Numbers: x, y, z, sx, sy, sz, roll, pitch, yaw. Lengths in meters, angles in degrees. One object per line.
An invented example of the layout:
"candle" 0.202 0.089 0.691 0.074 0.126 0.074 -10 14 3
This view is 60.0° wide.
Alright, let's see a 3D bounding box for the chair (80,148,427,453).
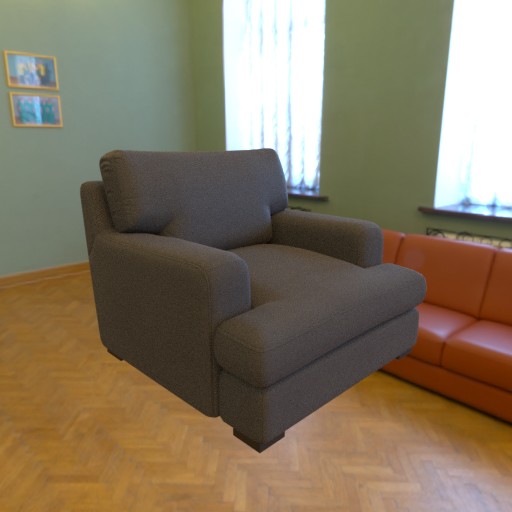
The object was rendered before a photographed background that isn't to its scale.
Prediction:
"chair" 0.000 0.000 2.011 1.168 0.940 1.143 -14 20 -43
